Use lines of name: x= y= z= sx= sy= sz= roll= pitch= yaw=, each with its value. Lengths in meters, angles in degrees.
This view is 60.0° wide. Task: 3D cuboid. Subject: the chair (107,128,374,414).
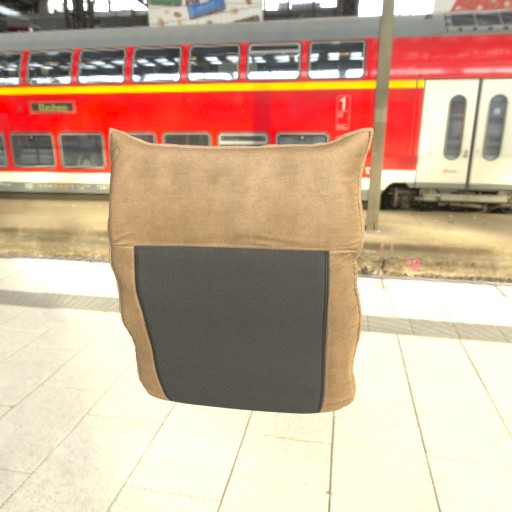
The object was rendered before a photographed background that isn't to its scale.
chair: x=0.000 y=0.000 z=1.603 sx=0.714 sy=0.892 sz=0.985 roll=3 pitch=16 yaw=9
